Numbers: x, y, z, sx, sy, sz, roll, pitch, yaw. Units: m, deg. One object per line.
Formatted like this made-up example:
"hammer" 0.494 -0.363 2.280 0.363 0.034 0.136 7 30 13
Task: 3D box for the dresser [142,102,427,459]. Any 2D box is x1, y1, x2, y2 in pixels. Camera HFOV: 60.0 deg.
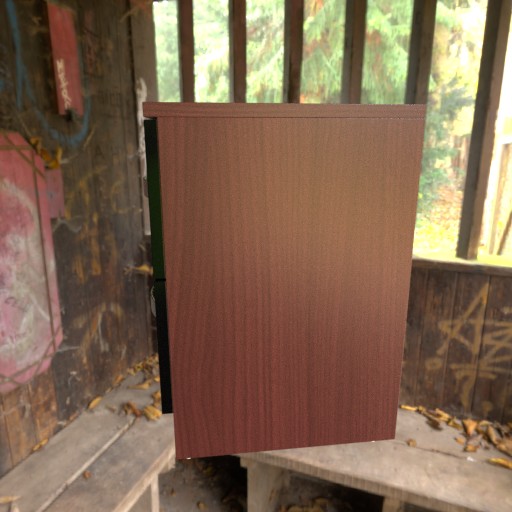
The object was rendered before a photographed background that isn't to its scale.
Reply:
"dresser" 0.000 0.000 0.761 0.360 0.470 0.400 -2 15 -7
